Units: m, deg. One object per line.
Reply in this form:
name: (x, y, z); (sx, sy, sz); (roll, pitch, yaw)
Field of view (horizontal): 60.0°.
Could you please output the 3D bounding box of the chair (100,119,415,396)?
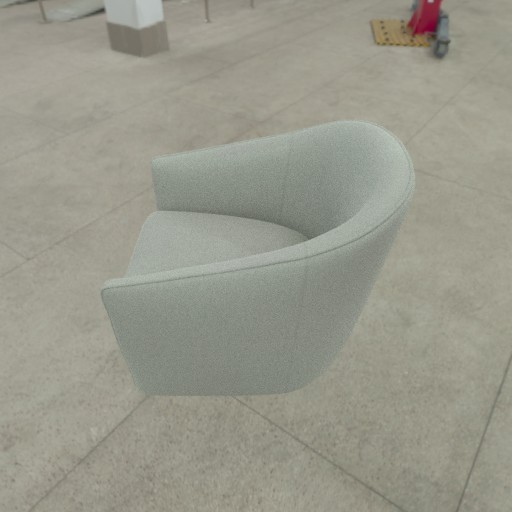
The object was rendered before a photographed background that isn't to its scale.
chair: (0.000, 0.000, 1.513); (0.875, 0.799, 0.747); (0, 41, 0)
